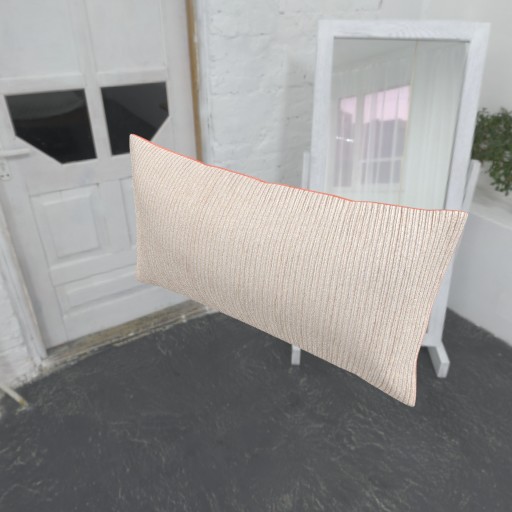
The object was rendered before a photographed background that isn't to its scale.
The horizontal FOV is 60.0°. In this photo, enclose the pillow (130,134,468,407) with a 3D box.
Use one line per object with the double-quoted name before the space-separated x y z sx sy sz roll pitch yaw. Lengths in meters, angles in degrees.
"pillow" 0.000 0.000 0.753 0.608 0.307 0.155 20 36 29
